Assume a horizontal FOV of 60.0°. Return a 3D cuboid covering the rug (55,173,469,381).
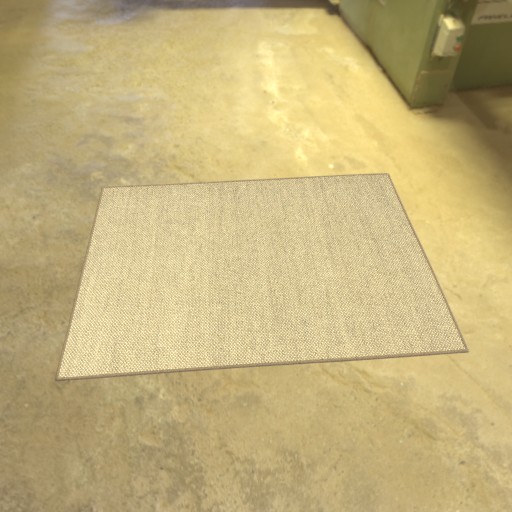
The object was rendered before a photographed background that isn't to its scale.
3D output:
[{"bbox_3d":[0.000,0.000,2.750,2.115,0.013,1.517,-3,48,-3],"label":"rug"}]
